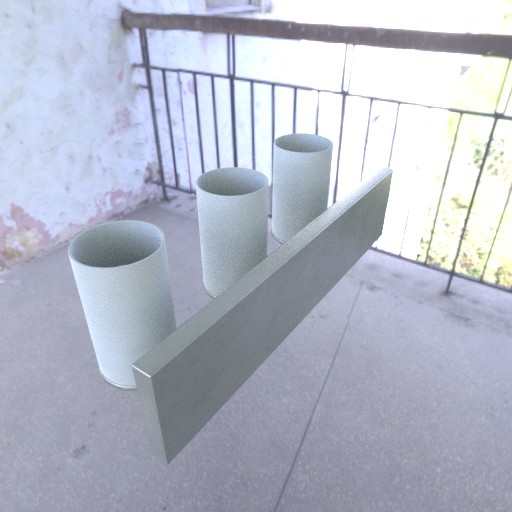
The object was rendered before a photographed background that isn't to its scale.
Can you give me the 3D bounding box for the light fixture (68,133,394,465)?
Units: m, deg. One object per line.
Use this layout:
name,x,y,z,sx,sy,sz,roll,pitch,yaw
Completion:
light fixture,0.000,0.000,0.515,0.145,0.172,0.451,21,39,29
